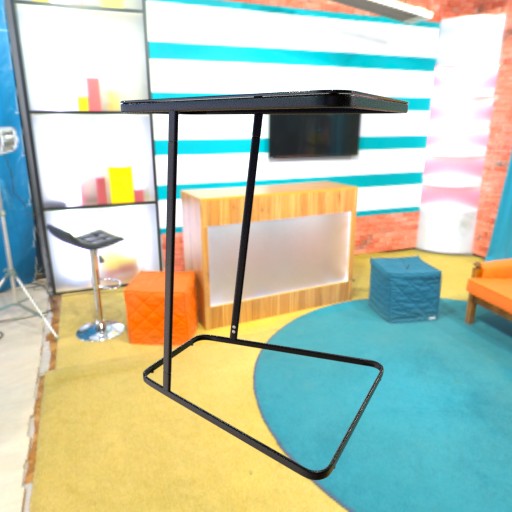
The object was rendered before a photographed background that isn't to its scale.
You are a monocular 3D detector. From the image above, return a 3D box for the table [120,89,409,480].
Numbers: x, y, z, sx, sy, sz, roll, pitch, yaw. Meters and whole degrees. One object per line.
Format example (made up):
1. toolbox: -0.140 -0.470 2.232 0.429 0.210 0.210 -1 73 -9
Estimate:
1. table: 0.000 0.000 0.942 0.500 0.624 0.427 9 19 28
